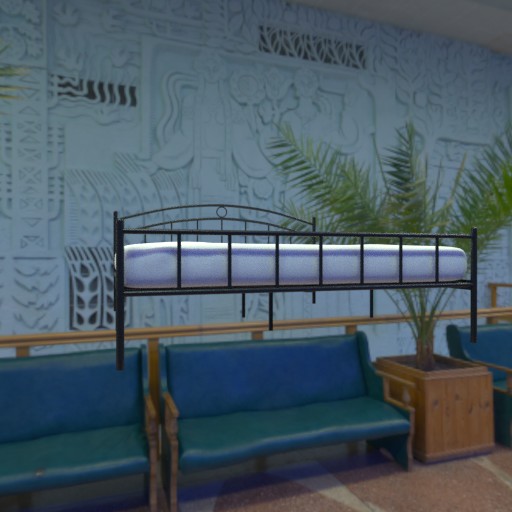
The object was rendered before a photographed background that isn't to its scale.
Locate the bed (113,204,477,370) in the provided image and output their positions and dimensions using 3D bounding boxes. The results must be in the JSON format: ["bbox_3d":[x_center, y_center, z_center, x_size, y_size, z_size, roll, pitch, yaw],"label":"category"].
[{"bbox_3d":[0.000,0.000,3.087,1.880,0.940,2.040,0,0,-18],"label":"bed"}]
